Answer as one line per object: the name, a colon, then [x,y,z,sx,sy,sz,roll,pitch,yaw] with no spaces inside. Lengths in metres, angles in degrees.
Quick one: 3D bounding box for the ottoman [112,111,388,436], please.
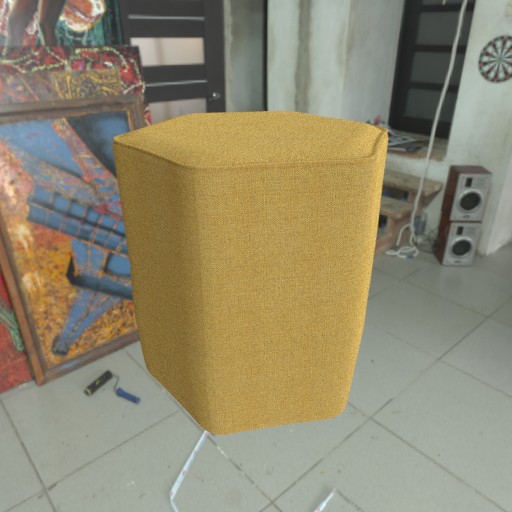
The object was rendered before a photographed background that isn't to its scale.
ottoman: [0.000,0.000,0.882,0.443,0.502,0.494,9,27,17]
